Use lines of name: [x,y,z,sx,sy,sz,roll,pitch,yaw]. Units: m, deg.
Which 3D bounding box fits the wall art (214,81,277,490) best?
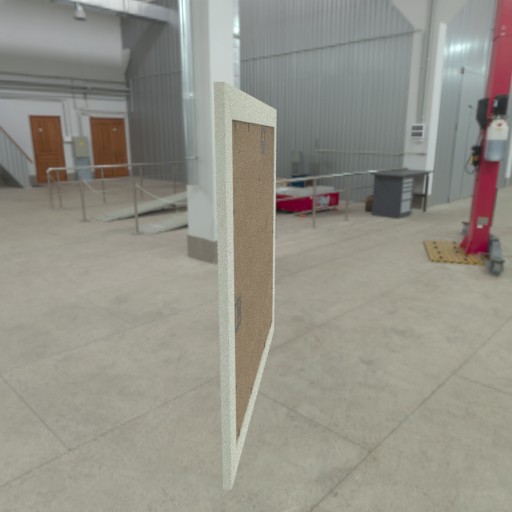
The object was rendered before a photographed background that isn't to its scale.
wall art: [0.000,0.000,0.883,0.013,0.584,0.584,2,15,8]
